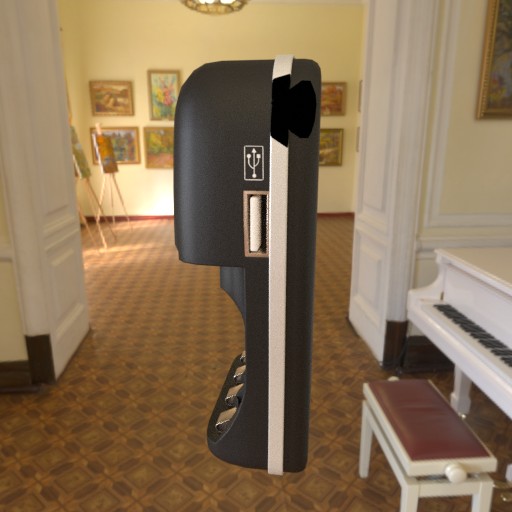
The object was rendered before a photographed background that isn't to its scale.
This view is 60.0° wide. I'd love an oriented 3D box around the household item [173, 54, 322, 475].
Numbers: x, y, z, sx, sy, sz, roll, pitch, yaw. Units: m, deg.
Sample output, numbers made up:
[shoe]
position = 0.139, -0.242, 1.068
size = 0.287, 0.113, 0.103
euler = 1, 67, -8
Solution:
[household item]
position = 0.000, 0.000, 0.143
size = 0.038, 0.114, 0.070
euler = 2, 15, 8
